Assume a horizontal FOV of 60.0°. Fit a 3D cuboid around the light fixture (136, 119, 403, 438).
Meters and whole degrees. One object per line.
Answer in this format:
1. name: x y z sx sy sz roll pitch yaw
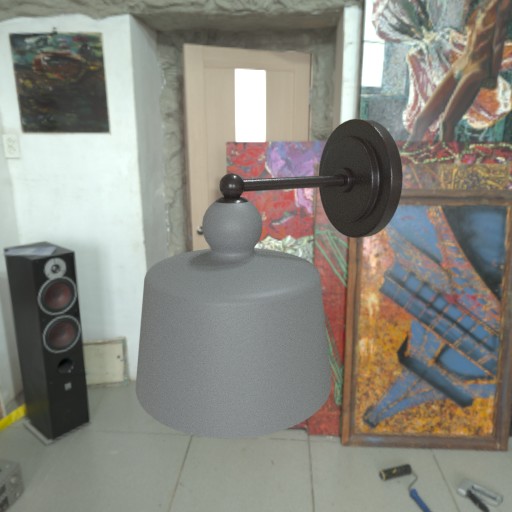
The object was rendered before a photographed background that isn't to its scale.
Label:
1. light fixture: 0.000 0.000 0.448 0.254 0.268 0.204 -7 17 -25
